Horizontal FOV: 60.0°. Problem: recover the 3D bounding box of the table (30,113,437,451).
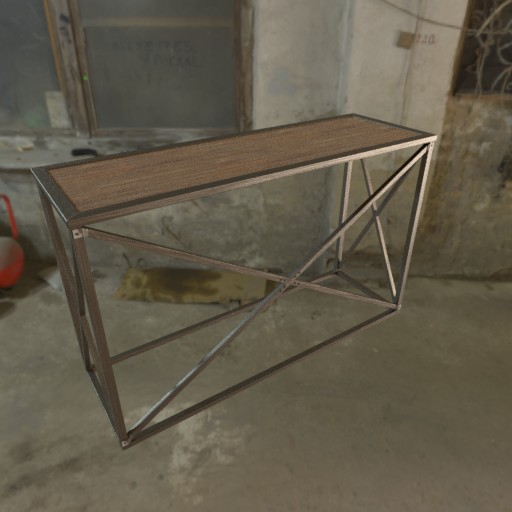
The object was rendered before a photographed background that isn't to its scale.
[{"bbox_3d":[0.000,0.000,1.546,1.216,0.753,0.402,-19,35,-29],"label":"table"}]
